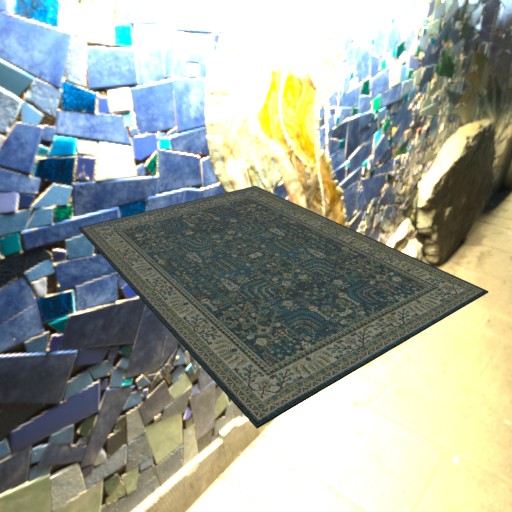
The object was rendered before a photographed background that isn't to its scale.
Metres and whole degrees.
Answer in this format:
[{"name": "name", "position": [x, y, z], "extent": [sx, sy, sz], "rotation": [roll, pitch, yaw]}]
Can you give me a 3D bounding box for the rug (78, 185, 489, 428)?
[{"name": "rug", "position": [0.000, 0.000, 2.845], "extent": [1.594, 0.013, 2.213], "rotation": [-19, 33, -31]}]
